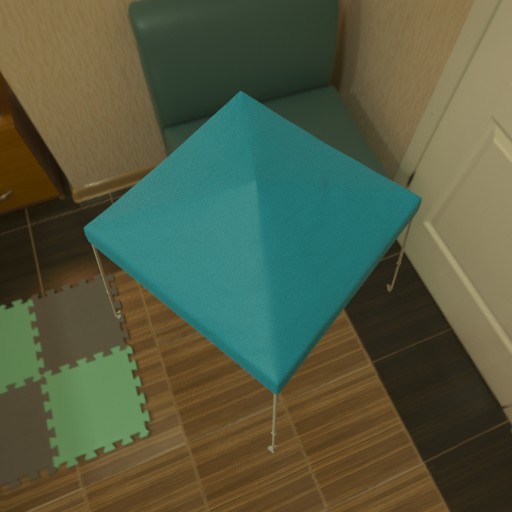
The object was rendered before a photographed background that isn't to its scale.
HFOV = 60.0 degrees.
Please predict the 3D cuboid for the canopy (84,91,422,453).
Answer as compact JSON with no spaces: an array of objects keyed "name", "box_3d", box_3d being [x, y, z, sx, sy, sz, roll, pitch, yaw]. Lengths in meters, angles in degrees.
[{"name":"canopy","box_3d":[0.000,0.000,6.458,3.599,3.600,3.600,36,68,17]}]
